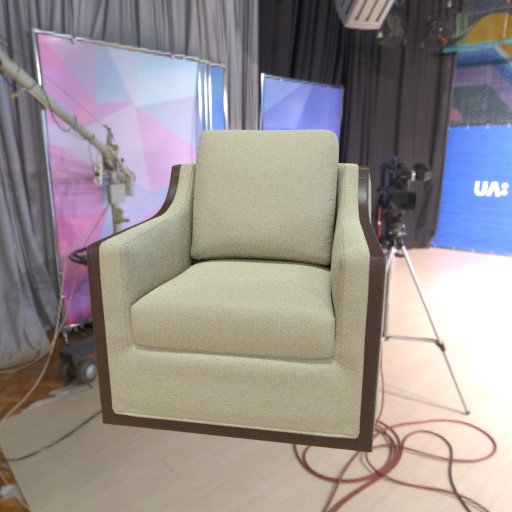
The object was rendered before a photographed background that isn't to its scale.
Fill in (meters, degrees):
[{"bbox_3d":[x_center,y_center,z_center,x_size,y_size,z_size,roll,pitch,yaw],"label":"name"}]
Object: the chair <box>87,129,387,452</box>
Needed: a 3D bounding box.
[{"bbox_3d":[0.000,0.000,1.671,0.870,0.930,0.950,2,15,9],"label":"chair"}]
